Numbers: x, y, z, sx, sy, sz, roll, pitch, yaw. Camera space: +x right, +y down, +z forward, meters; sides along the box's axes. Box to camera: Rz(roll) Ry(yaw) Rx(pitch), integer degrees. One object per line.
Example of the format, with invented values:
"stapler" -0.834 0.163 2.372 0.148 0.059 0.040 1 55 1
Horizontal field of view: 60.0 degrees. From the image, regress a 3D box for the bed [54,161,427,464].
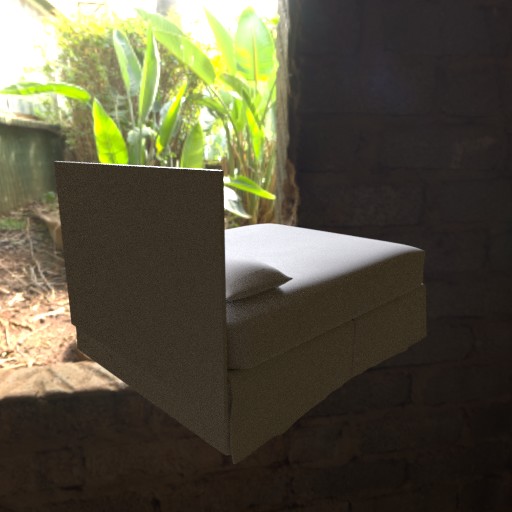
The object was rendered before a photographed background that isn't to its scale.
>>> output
"bed" 0.000 0.000 3.164 1.745 1.335 2.094 13 19 43
